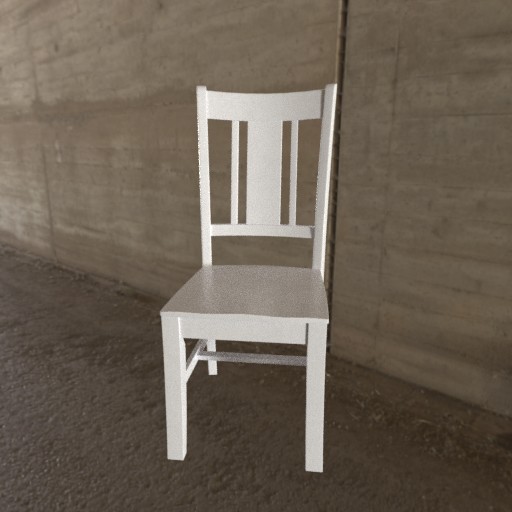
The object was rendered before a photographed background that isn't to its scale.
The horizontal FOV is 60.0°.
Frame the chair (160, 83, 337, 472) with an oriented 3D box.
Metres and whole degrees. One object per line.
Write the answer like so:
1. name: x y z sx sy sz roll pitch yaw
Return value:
1. chair: 0.000 0.000 1.294 0.450 0.998 0.555 2 15 7
